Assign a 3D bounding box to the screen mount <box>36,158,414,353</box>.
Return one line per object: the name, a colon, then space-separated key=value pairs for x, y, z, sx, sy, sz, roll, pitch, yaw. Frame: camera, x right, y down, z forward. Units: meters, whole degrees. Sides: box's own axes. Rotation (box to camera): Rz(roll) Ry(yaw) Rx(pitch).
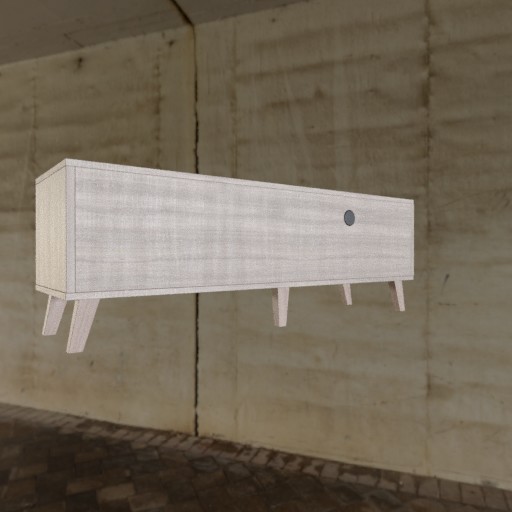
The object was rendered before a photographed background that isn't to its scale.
screen mount: x=0.000 y=0.000 z=1.737 sx=1.500 sy=0.509 sz=0.401 roll=0 pitch=0 yaw=-36
